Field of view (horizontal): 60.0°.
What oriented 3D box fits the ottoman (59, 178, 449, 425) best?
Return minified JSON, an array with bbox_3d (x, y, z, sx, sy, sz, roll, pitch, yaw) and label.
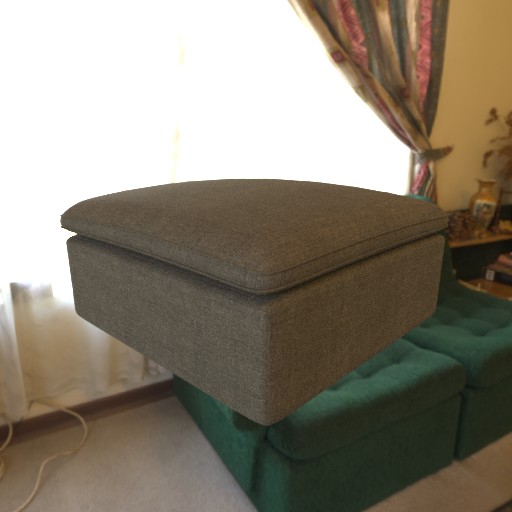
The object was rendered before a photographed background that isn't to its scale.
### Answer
[{"bbox_3d":[0.000,0.000,1.698,1.067,0.559,1.067,14,21,42],"label":"ottoman"}]
